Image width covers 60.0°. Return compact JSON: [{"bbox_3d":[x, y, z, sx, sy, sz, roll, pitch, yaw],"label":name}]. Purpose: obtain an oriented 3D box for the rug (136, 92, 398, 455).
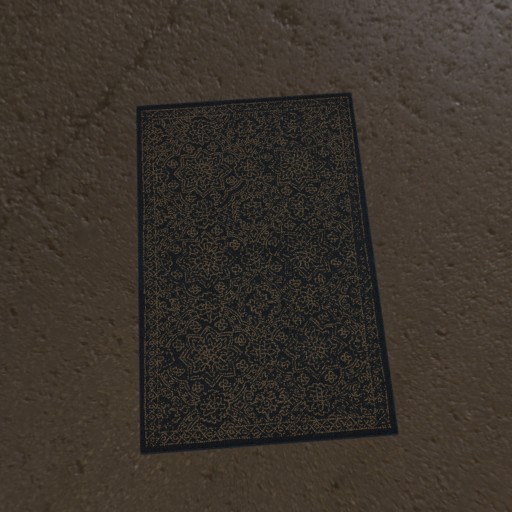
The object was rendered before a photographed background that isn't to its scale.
[{"bbox_3d":[0.000,0.000,2.291,1.219,0.010,1.829,-4,77,-1],"label":"rug"}]
